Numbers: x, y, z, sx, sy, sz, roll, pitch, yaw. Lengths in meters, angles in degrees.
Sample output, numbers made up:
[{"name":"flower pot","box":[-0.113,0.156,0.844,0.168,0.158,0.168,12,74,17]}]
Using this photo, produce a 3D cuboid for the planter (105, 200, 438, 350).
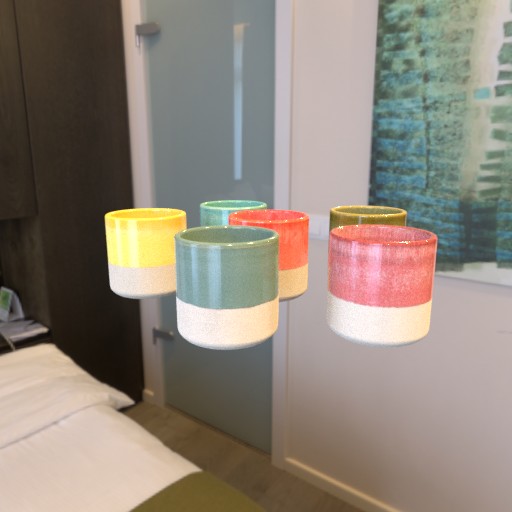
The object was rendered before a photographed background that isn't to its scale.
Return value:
[{"name":"planter","box":[0.000,0.000,0.412,0.286,0.075,0.257,2,13,7]}]
